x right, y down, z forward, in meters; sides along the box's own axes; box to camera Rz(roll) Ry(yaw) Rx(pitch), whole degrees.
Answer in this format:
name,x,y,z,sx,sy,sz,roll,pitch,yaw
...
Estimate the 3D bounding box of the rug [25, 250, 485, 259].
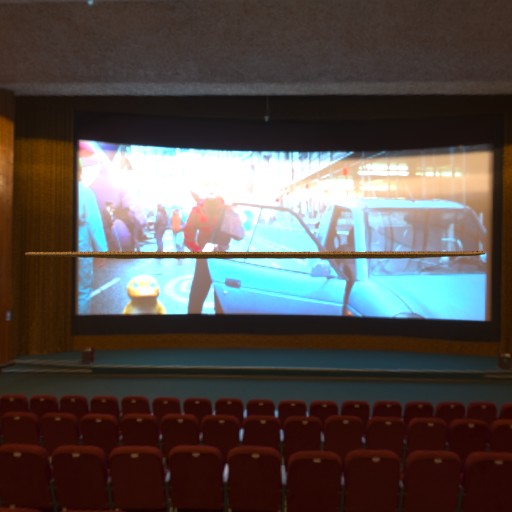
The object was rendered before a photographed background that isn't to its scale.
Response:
name,x,y,z,sx,sy,sz,roll,pitch,yaw
rug,0.000,0.000,3.096,2.438,0.034,1.521,0,-1,1
